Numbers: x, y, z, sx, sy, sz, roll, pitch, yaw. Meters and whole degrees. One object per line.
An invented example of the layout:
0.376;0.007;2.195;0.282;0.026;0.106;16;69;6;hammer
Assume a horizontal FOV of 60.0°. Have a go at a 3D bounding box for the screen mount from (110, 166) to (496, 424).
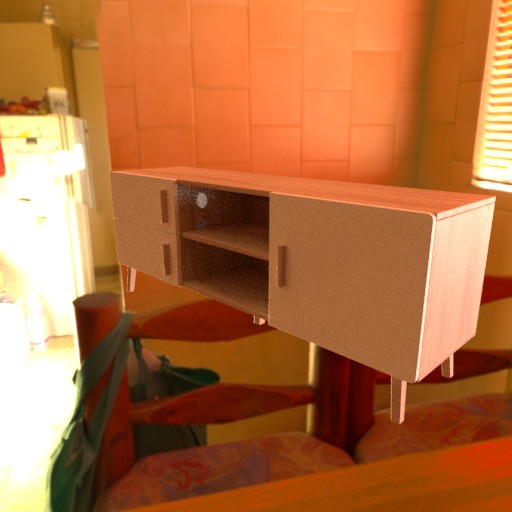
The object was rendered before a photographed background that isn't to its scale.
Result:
0.000;0.000;1.699;0.420;0.570;1.500;-15;22;-43;screen mount
